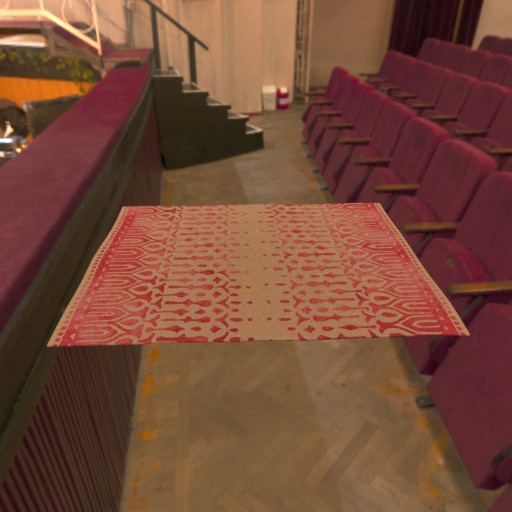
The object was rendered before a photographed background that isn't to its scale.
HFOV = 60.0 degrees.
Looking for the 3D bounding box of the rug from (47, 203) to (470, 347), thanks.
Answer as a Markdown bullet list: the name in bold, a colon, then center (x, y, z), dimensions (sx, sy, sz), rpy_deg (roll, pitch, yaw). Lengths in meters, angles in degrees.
- **rug**: center (0.000, 0.000, 4.245), dimensions (3.095, 0.016, 2.441), rpy_deg (-1, 30, -2)
